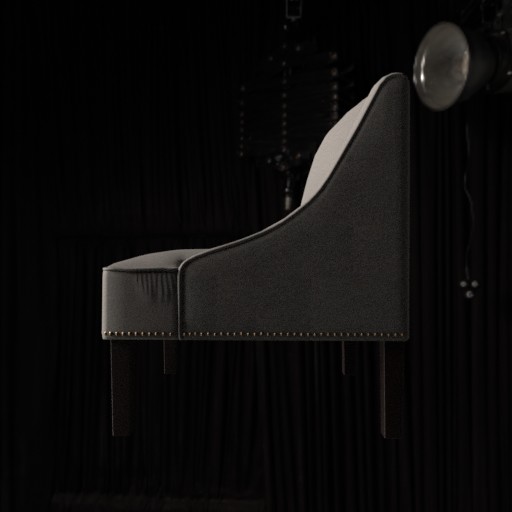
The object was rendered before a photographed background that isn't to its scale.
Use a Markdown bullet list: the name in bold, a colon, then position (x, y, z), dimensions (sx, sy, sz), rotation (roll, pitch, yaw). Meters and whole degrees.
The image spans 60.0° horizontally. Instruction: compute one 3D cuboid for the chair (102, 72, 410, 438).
- **chair**: position (0.000, 0.000, 1.355), dimensions (0.747, 0.867, 0.631), rotation (0, 1, 1)
